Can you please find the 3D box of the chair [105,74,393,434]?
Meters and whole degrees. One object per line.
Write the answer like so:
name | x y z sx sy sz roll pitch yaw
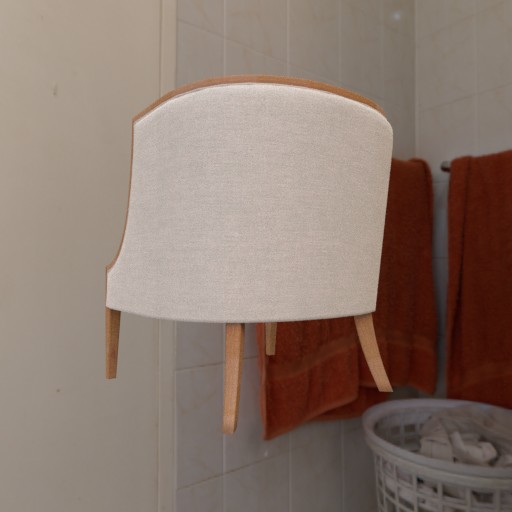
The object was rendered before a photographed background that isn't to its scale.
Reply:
chair | 0.000 0.000 1.341 0.711 0.775 0.757 1 -2 -36
